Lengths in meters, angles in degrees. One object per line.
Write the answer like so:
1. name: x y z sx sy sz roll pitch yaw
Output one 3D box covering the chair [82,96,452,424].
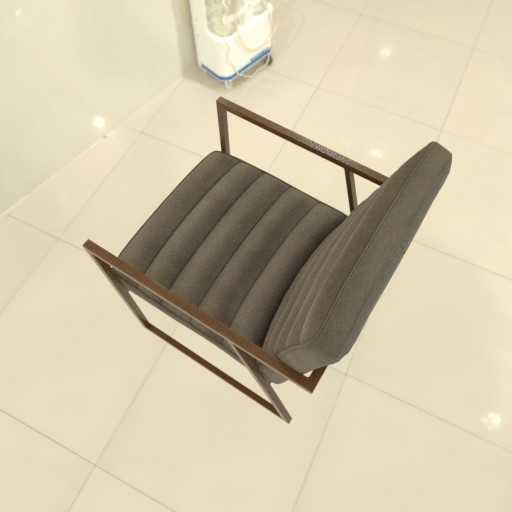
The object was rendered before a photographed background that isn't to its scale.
1. chair: 0.000 0.000 1.275 0.682 0.843 0.578 30 67 14
